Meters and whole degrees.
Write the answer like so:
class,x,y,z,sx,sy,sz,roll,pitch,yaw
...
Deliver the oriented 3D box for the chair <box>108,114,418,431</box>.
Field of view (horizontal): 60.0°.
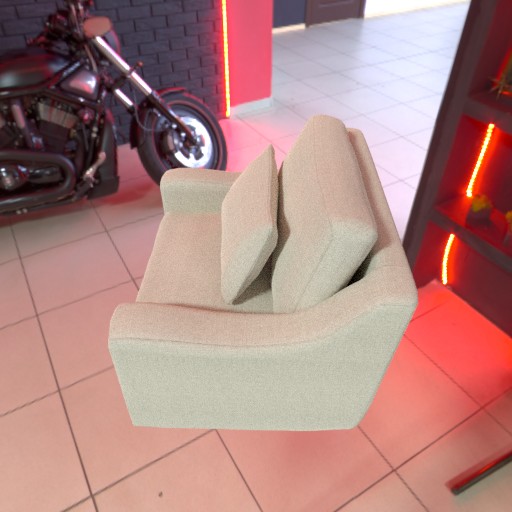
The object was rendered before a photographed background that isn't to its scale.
class,x,y,z,sx,sy,sz,roll,pitch,yaw
chair,0.000,0.000,1.962,1.009,1.016,1.178,1,41,1
